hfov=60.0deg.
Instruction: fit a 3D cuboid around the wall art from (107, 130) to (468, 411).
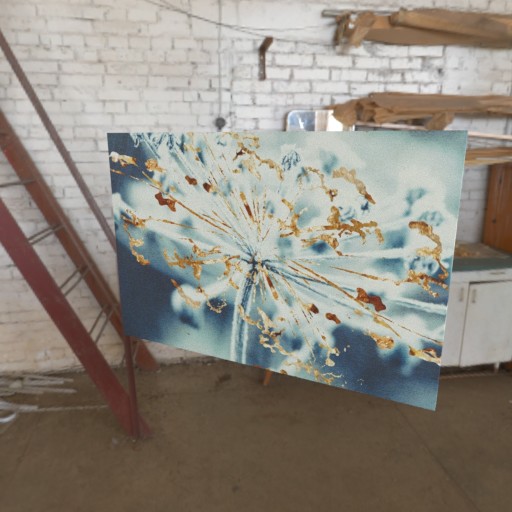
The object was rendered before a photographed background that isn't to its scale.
[{"bbox_3d":[0.000,0.000,1.408,1.138,0.759,0.035,7,16,25],"label":"wall art"}]
